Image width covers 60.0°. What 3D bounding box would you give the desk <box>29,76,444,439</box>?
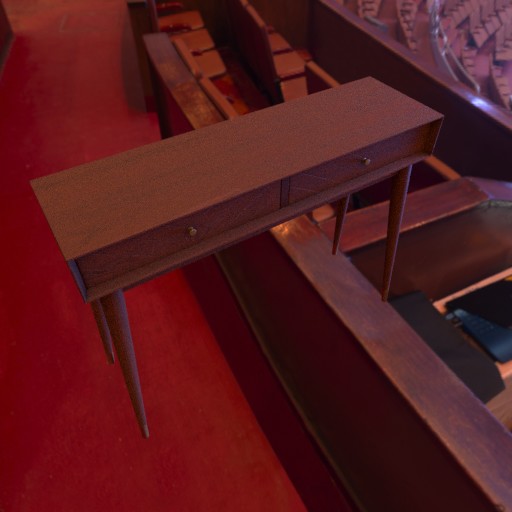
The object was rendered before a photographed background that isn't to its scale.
[{"bbox_3d":[0.000,0.000,1.615,1.204,0.917,0.384,-24,50,-22],"label":"desk"}]
